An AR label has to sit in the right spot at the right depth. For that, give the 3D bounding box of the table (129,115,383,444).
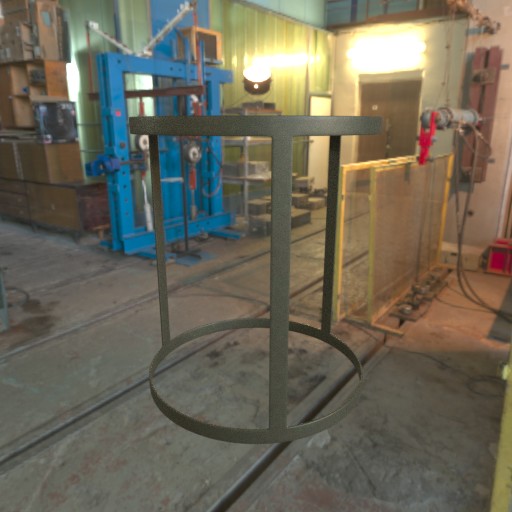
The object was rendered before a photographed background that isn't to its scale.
[{"bbox_3d":[0.000,0.000,0.948,0.480,0.565,0.480,0,17,0],"label":"table"}]
